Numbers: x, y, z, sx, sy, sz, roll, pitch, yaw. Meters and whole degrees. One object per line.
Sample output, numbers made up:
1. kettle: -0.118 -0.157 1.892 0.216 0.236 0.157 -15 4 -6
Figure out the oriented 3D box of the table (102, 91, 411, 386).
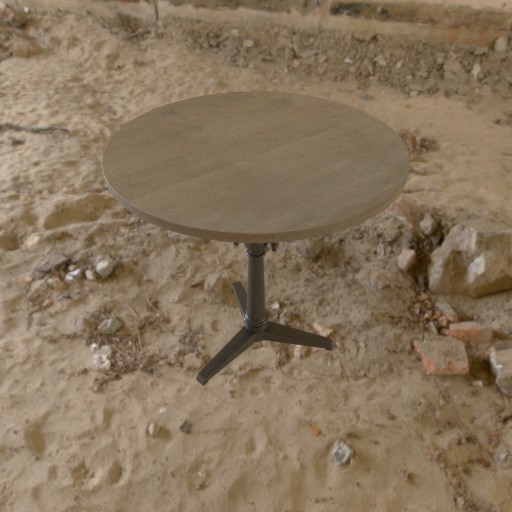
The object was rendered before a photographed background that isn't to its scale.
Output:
1. table: 0.000 0.000 1.435 0.800 0.780 0.800 0 40 0
